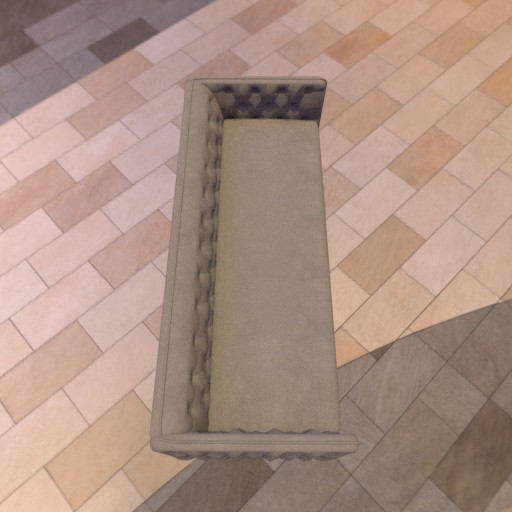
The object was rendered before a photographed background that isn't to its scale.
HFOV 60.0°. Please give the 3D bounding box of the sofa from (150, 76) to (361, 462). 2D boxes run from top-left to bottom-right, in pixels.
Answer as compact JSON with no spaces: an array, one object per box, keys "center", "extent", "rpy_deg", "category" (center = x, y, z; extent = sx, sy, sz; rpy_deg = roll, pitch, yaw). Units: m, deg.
[{"center":[0.000,0.000,2.634],"extent":[0.895,0.771,2.209],"rpy_deg":[0,64,0],"category":"sofa"}]
